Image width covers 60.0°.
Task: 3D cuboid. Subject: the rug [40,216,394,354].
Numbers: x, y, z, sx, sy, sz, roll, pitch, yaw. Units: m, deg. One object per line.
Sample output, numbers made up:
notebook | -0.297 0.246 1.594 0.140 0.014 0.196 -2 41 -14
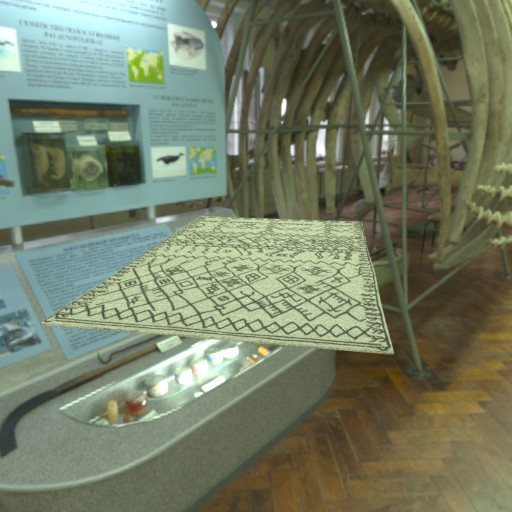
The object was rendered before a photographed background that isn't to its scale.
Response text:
rug | 0.000 0.000 4.701 2.393 0.019 3.824 3 17 10
